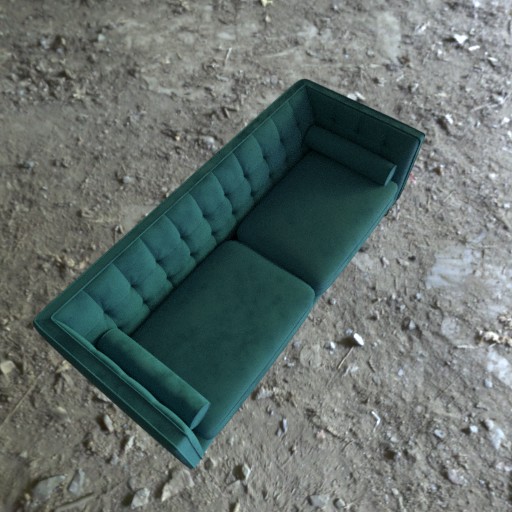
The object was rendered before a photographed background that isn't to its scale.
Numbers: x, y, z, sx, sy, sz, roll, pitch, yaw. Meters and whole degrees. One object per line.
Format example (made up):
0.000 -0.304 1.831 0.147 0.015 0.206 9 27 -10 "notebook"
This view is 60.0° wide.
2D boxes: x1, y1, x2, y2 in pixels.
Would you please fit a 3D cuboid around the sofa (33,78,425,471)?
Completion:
0.000 0.000 2.488 0.867 0.789 2.087 33 63 19 "sofa"
